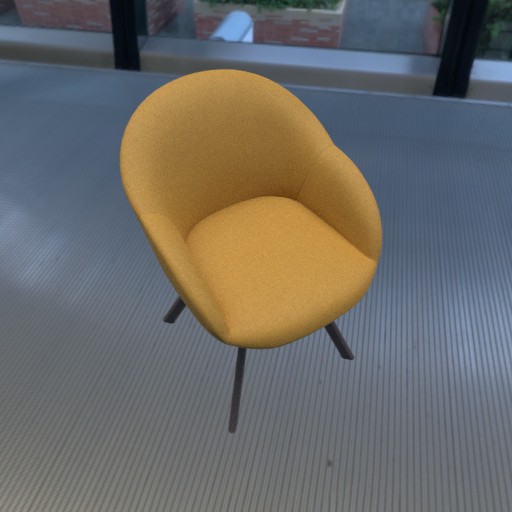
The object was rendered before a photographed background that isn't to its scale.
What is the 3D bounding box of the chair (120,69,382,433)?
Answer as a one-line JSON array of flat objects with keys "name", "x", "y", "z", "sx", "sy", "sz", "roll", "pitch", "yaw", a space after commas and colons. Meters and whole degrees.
[{"name": "chair", "x": 0.000, "y": 0.000, "z": 1.204, "sx": 0.551, "sy": 0.793, "sz": 0.583, "roll": -24, "pitch": 50, "yaw": -22}]
